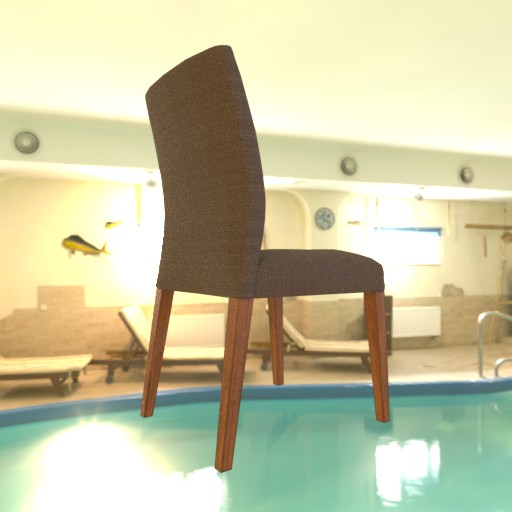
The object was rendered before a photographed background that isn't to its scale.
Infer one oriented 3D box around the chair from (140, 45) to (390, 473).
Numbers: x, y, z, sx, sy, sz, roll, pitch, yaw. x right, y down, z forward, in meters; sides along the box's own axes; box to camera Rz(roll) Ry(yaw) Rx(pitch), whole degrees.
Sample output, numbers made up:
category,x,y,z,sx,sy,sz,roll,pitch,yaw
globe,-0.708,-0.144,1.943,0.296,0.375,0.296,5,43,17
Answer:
category,x,y,z,sx,sy,sz,roll,pitch,yaw
chair,0.000,0.000,1.292,0.585,0.940,0.496,1,-1,-37
